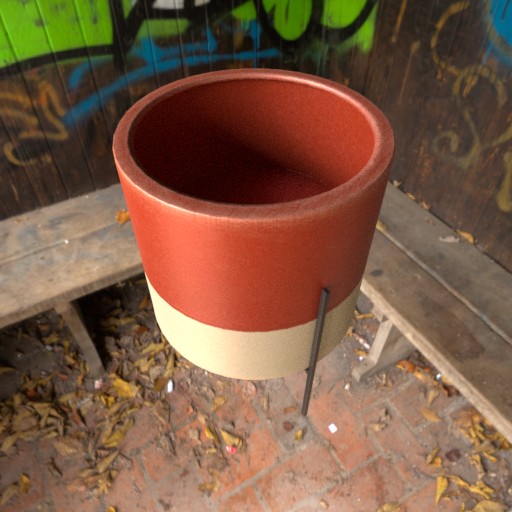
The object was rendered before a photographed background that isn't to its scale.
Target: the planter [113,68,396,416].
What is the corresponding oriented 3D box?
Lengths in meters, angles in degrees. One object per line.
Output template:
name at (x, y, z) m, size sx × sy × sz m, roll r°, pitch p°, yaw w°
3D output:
planter at (0.000, 0.000, 0.714) m, size 0.345 × 0.465 × 0.354 m, roll 23°, pitch 50°, yaw 21°
